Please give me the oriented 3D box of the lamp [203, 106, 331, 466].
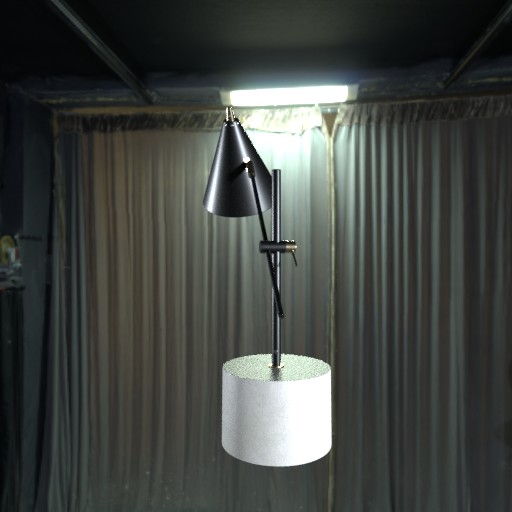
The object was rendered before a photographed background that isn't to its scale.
[{"bbox_3d":[0.000,0.000,0.728,0.214,0.518,0.403,0,0,1],"label":"lamp"}]
